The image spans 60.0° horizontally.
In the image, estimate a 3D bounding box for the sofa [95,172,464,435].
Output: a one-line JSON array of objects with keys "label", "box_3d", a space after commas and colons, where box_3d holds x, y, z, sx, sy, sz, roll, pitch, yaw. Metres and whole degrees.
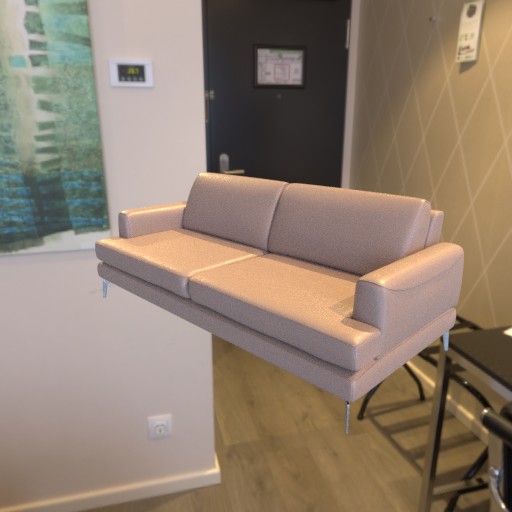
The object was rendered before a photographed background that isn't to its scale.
[{"label": "sofa", "box_3d": [0.000, 0.000, 2.456, 0.974, 0.765, 1.940, -16, 23, -43]}]
